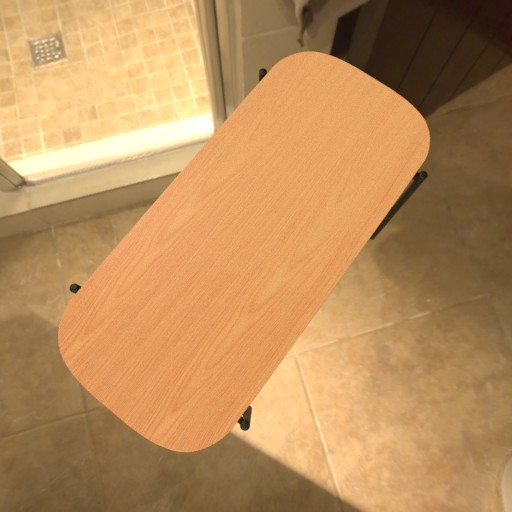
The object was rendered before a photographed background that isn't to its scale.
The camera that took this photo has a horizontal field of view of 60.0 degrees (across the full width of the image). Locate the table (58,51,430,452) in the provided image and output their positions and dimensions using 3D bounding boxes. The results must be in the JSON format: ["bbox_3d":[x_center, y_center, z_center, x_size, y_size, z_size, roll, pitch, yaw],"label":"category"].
[{"bbox_3d":[0.000,0.000,1.010,0.400,0.400,0.800,36,78,9],"label":"table"}]
